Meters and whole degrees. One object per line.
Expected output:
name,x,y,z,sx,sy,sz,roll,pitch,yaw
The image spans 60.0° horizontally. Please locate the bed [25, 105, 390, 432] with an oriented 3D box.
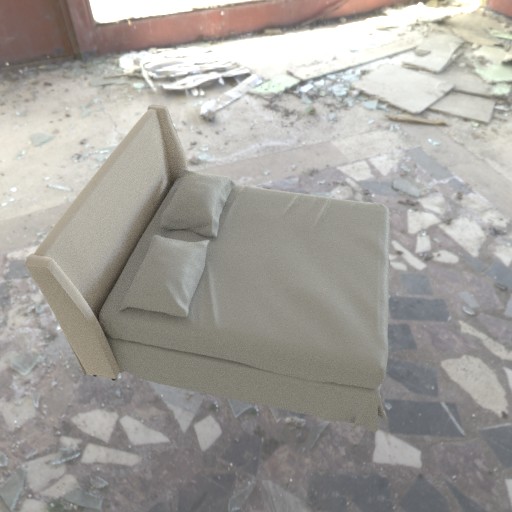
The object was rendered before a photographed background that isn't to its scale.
bed,0.000,0.000,3.416,2.276,1.332,1.925,9,47,9
